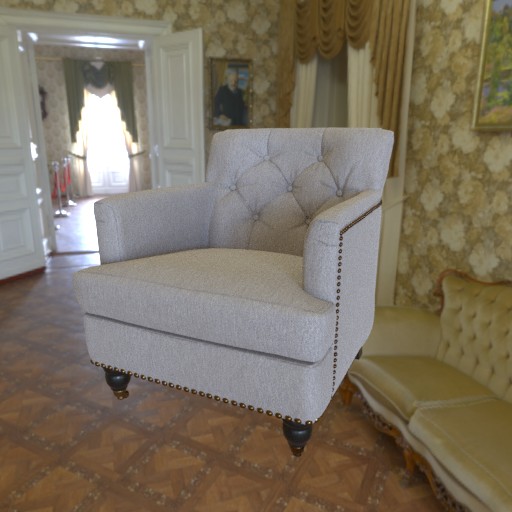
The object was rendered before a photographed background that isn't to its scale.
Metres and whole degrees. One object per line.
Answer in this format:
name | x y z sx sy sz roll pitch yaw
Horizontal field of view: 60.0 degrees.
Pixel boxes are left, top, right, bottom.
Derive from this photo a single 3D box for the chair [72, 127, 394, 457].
chair | 0.000 0.000 1.451 0.737 0.823 0.902 7 16 25
